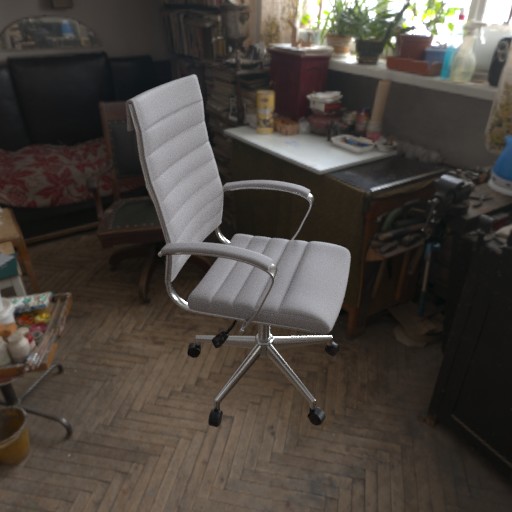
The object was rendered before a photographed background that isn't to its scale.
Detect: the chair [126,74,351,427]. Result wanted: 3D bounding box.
[{"bbox_3d":[0.000,0.000,1.619,0.667,1.149,0.679,9,33,15],"label":"chair"}]
